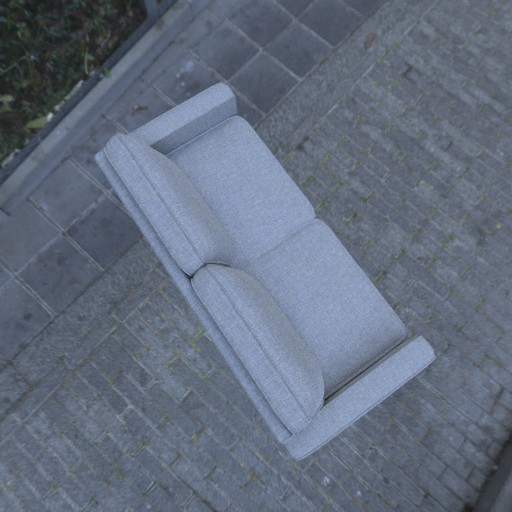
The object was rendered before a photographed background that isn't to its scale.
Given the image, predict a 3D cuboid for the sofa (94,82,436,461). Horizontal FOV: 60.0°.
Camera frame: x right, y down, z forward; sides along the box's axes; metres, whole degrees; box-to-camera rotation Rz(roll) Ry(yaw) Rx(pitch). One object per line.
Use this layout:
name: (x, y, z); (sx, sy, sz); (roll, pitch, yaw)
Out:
sofa: (0.000, 0.000, 2.615); (0.945, 0.918, 2.078); (-33, 77, -9)
